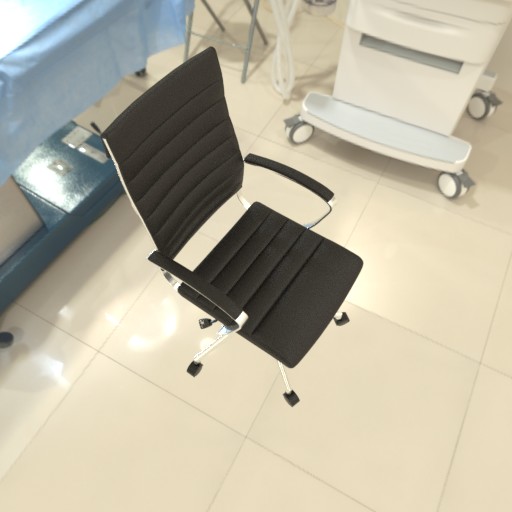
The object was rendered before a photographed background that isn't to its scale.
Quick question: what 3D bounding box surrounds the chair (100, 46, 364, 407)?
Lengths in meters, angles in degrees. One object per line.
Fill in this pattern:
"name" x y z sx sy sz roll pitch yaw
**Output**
"chair" 0.000 0.000 1.577 0.739 1.149 0.766 31 64 17
